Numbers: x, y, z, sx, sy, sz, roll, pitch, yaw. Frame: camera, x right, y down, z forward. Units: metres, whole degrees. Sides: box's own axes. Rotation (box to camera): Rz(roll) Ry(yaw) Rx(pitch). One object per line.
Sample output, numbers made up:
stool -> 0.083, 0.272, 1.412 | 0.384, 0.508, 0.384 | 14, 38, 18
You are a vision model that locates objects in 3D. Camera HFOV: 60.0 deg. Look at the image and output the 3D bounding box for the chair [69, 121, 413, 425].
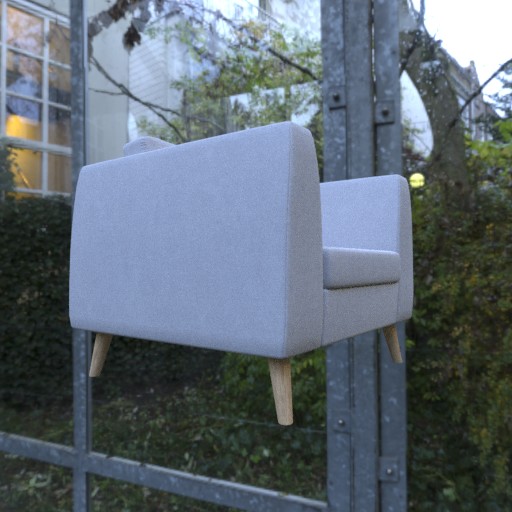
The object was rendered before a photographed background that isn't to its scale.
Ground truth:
chair -> 0.000, 0.000, 1.702 | 0.930, 0.860, 1.000 | -1, -1, 36
